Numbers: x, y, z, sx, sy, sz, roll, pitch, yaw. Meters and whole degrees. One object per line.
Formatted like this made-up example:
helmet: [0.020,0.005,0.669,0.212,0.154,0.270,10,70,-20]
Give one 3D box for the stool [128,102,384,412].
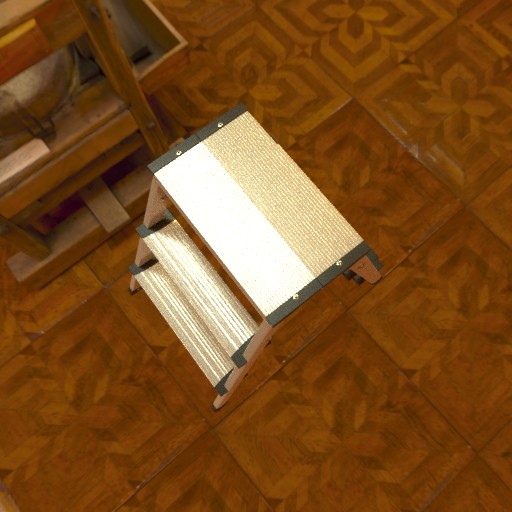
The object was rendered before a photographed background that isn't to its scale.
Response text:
stool: [0.000,0.000,1.022,0.622,0.605,0.437,-37,77,-10]
